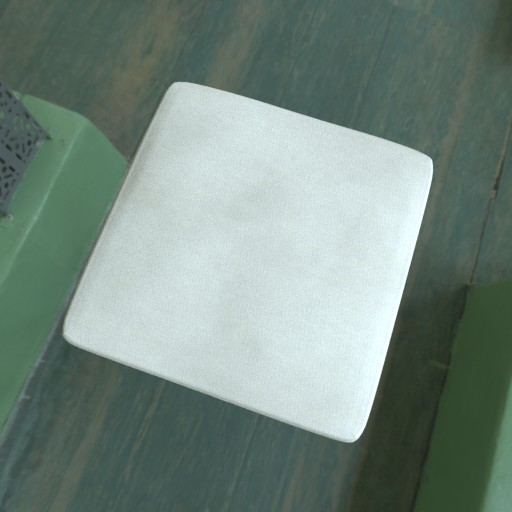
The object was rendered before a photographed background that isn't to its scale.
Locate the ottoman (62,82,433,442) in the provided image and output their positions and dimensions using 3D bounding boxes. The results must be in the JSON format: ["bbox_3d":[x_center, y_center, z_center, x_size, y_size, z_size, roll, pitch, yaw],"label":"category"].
[{"bbox_3d":[0.000,0.000,1.371,0.842,0.441,0.843,18,77,5],"label":"ottoman"}]
